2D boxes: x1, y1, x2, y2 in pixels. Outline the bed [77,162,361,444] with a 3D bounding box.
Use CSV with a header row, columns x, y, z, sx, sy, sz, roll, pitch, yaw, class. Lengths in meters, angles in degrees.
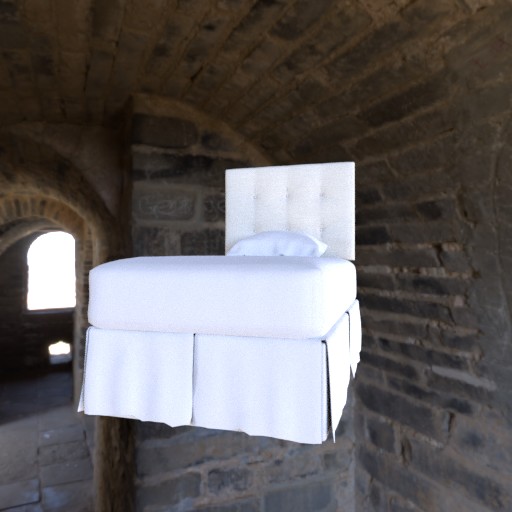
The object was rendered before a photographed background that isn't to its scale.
x,y,z,sx,sy,sz,roll,pitch,yaw,class
0.000,0.000,2.922,1.261,1.571,1.997,0,0,17,bed
